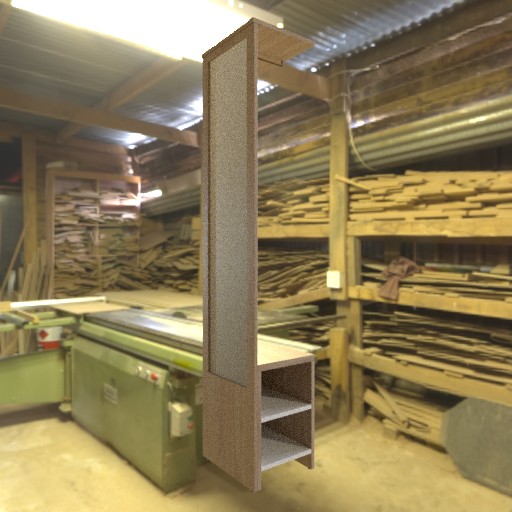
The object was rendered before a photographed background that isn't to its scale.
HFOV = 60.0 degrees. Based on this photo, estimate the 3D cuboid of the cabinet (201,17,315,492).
[{"bbox_3d":[0.000,0.000,2.007,0.338,1.879,0.411,0,0,-37],"label":"cabinet"}]
